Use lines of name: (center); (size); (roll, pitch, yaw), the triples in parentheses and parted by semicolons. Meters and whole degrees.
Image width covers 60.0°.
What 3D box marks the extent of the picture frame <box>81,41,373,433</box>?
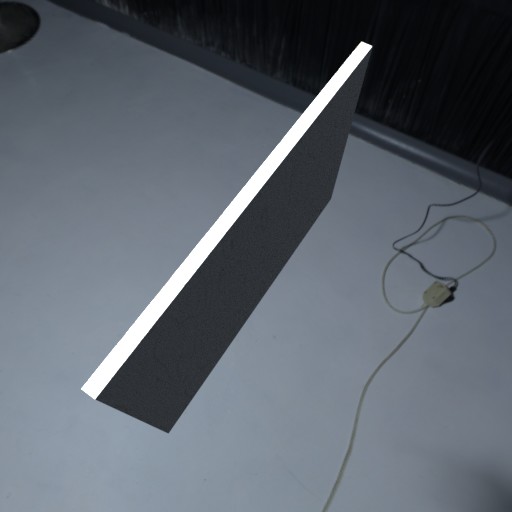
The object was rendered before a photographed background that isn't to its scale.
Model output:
picture frame: (0.000, 0.000, 1.152); (0.029, 0.640, 0.950); (31, 68, 14)
